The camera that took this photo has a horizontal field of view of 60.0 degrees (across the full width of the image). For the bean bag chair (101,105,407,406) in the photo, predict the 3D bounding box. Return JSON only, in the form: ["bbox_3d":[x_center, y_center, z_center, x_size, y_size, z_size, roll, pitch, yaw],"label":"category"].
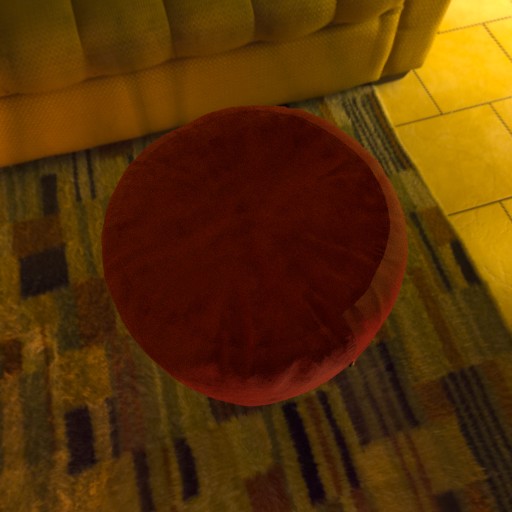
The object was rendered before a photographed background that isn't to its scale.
[{"bbox_3d":[0.000,0.000,1.937,1.219,0.762,1.219,0,65,0],"label":"bean bag chair"}]
